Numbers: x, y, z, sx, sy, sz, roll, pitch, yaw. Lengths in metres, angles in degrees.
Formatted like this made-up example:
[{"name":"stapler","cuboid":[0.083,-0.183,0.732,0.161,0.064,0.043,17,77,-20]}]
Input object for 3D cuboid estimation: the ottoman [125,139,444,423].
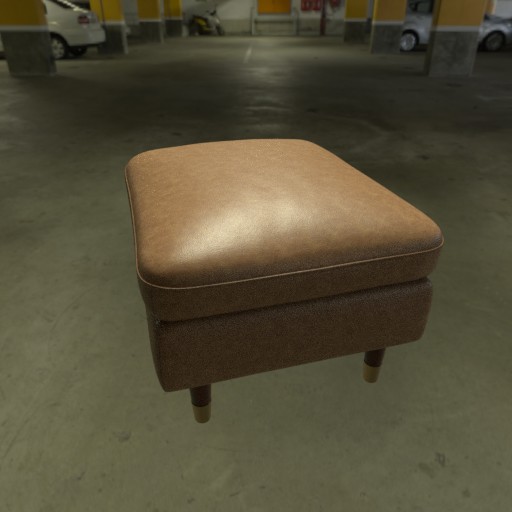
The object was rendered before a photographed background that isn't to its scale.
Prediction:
[{"name":"ottoman","cuboid":[0.000,0.000,1.141,0.593,0.478,0.747,-8,30,-15]}]
